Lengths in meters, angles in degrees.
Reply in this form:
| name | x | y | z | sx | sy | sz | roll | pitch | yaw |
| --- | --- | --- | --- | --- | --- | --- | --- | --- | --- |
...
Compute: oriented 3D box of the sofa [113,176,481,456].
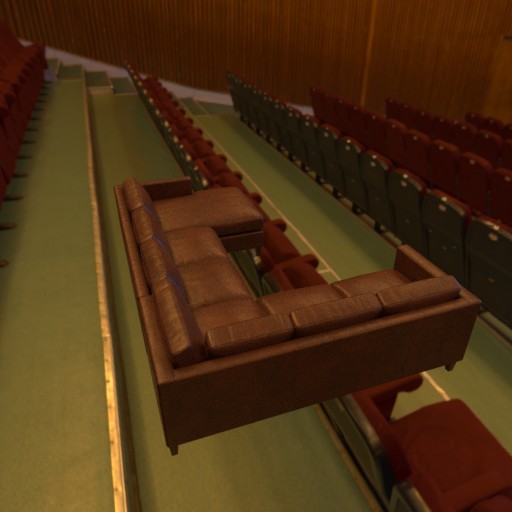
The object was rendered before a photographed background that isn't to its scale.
| name | x | y | z | sx | sy | sz | roll | pitch | yaw |
| --- | --- | --- | --- | --- | --- | --- | --- | --- | --- |
| sofa | 0.000 | 0.000 | 4.475 | 2.452 | 0.891 | 3.324 | -10 | 33 | -17 |
